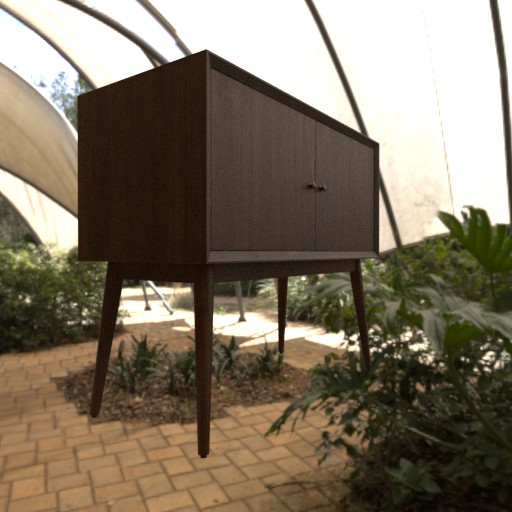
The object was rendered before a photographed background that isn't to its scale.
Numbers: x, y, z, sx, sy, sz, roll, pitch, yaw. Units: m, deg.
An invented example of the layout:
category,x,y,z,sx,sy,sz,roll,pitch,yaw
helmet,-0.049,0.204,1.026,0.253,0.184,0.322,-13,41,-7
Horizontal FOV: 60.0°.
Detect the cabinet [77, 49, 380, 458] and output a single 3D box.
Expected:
category,x,y,z,sx,sy,sz,roll,pitch,yaw
cabinet,0.000,0.000,1.098,0.354,0.654,0.743,0,1,36
